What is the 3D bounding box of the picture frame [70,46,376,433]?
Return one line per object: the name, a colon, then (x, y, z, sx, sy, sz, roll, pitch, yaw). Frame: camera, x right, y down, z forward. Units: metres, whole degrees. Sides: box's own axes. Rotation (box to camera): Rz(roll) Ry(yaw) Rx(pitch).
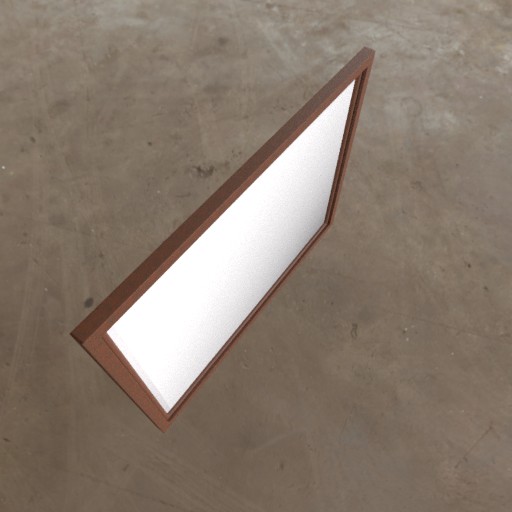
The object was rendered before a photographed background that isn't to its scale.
picture frame: (0.000, 0.000, 1.687, 0.045, 1.018, 1.329, 32, 63, 18)
